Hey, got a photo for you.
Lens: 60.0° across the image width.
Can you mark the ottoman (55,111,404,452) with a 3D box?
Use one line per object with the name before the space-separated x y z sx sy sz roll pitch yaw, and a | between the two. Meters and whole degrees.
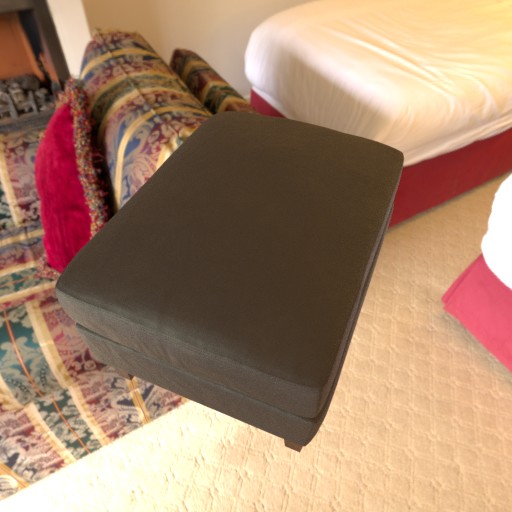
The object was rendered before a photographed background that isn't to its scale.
ottoman | 0.000 0.000 1.293 0.659 0.529 0.887 17 49 15
